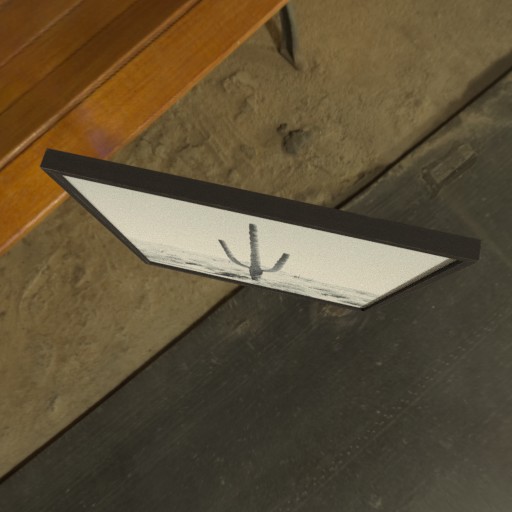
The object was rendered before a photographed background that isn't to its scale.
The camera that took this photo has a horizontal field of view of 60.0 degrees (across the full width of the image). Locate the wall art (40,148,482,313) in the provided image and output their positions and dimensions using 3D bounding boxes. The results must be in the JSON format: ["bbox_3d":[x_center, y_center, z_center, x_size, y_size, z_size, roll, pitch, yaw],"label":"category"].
[{"bbox_3d":[0.000,0.000,1.123,0.762,0.762,0.038,12,77,3],"label":"wall art"}]
